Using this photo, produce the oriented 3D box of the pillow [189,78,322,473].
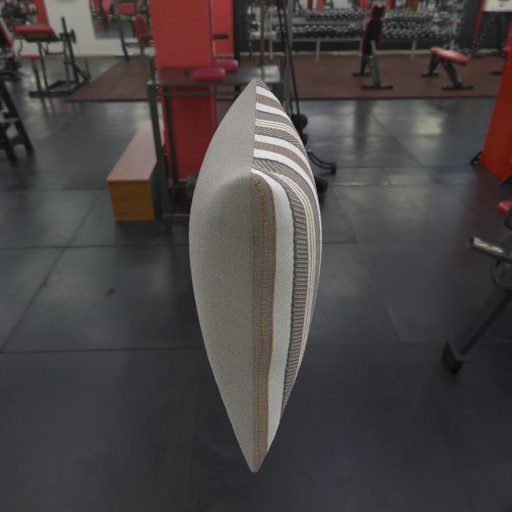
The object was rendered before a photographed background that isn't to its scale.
[{"bbox_3d":[0.000,0.000,0.624,0.173,0.401,0.416,0,32,1],"label":"pillow"}]
